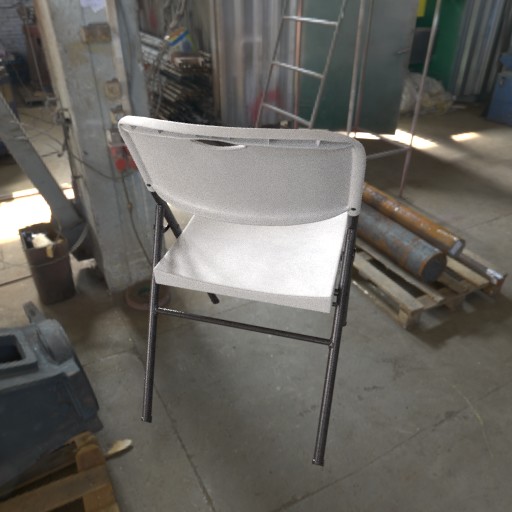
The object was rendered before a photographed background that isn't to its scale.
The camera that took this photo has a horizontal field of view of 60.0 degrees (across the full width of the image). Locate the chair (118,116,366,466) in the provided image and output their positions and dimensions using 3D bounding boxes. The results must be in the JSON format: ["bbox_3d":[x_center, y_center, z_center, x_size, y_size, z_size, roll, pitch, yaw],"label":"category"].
[{"bbox_3d":[0.000,0.000,1.137,0.494,0.810,0.566,8,33,13],"label":"chair"}]
